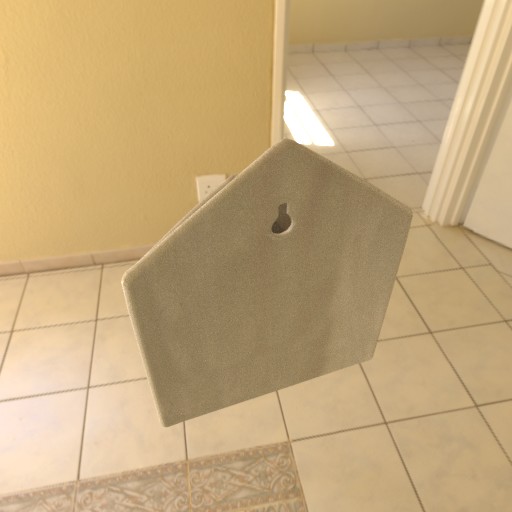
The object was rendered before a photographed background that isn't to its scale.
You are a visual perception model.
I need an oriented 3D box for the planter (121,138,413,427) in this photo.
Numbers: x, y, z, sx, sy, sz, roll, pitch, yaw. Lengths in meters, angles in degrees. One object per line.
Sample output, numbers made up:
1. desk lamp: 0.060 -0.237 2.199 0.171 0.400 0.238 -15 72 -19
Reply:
1. planter: 0.000 0.000 0.280 0.163 0.194 0.080 -14 43 -15
